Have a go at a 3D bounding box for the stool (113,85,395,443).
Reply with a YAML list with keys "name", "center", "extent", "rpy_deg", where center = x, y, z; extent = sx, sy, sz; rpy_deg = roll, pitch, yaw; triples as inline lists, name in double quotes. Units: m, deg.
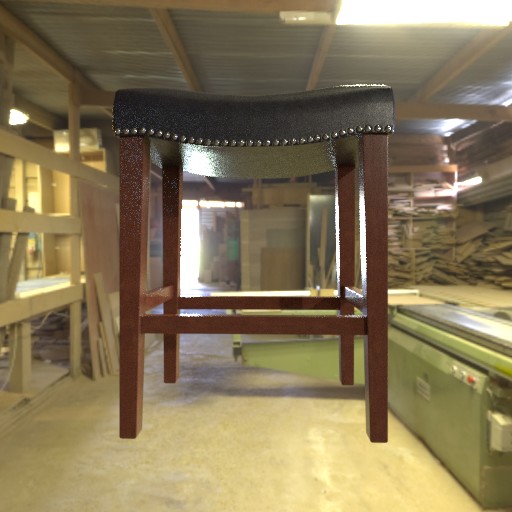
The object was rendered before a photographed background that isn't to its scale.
- name: "stool"
  center: [0.000, 0.000, 0.964]
  extent: [0.504, 0.654, 0.372]
  rpy_deg: [0, 1, 2]
